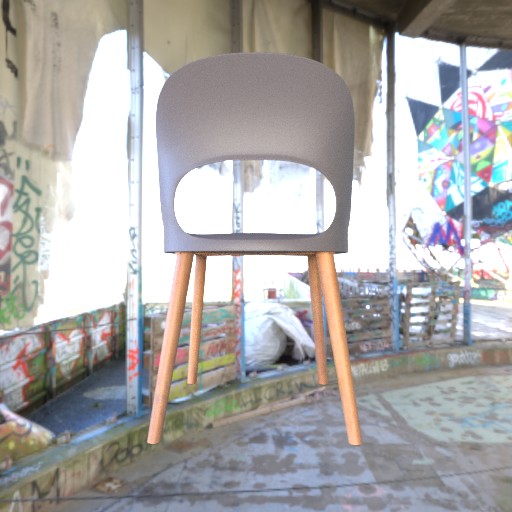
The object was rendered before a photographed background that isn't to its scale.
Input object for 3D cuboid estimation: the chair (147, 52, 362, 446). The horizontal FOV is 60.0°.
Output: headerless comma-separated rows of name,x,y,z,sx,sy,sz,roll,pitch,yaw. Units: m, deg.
chair,0.000,0.000,1.144,0.470,0.795,0.556,0,-1,1
